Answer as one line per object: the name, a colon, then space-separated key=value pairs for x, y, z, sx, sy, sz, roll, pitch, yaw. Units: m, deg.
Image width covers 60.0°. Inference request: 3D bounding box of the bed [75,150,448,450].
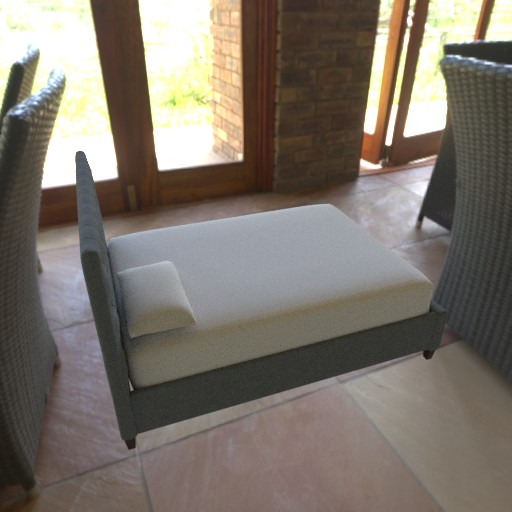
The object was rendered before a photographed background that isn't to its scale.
bed: x=0.000 y=0.000 z=3.376 sx=2.335 sy=1.411 sz=1.698 roll=-11 pitch=32 yaw=-18
